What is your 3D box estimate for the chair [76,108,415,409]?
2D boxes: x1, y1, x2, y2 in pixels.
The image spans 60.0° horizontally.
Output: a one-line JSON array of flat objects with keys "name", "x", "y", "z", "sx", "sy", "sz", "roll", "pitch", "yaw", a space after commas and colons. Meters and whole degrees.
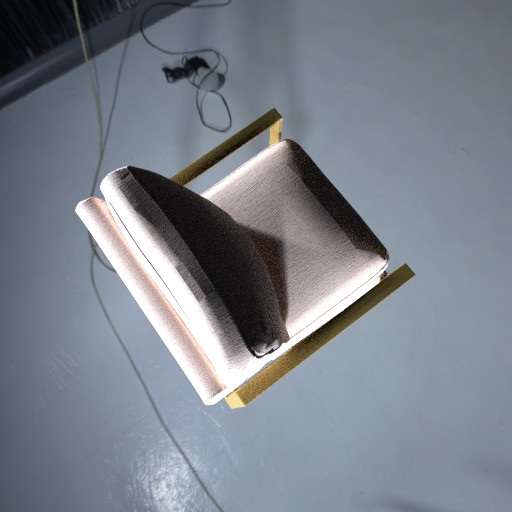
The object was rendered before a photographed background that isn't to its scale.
[{"name": "chair", "x": 0.000, "y": 0.000, "z": 1.551, "sx": 0.813, "sy": 0.956, "sz": 0.758, "roll": -35, "pitch": 78, "yaw": -9}]
